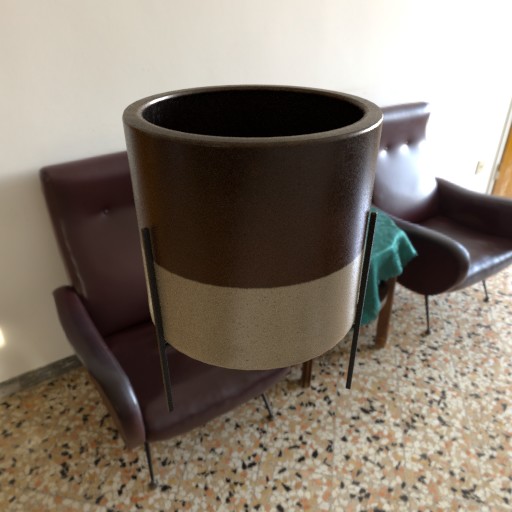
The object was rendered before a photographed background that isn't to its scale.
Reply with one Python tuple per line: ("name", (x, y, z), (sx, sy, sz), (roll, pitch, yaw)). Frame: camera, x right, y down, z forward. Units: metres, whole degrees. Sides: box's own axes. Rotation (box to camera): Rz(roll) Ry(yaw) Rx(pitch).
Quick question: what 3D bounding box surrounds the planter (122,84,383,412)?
("planter", (0.000, 0.000, 0.712), (0.354, 0.465, 0.345), (11, 32, 18))
